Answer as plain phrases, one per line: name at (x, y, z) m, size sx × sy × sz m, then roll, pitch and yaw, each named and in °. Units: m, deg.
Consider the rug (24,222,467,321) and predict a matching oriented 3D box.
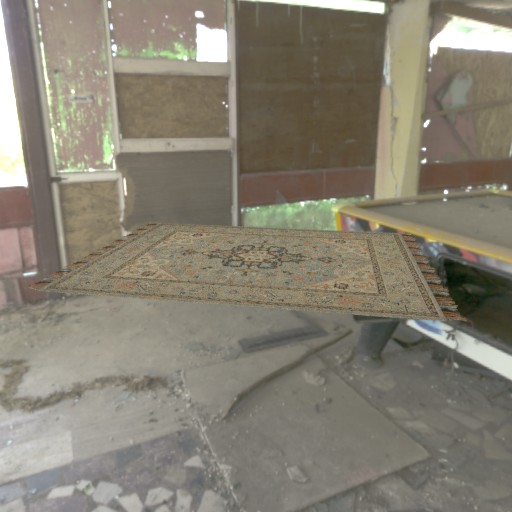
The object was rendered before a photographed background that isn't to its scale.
rug at (0.000, 0.000, 3.500) m, size 2.651 × 0.010 × 1.971 m, roll 3°, pitch 17°, yaw 10°
